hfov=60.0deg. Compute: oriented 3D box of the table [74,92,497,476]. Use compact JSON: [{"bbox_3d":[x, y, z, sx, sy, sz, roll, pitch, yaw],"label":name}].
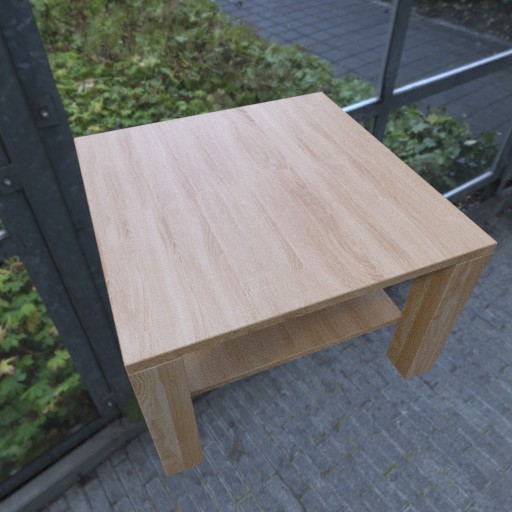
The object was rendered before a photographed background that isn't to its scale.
[{"bbox_3d":[0.000,0.000,1.128,0.700,0.450,0.700,-16,47,-16],"label":"table"}]
